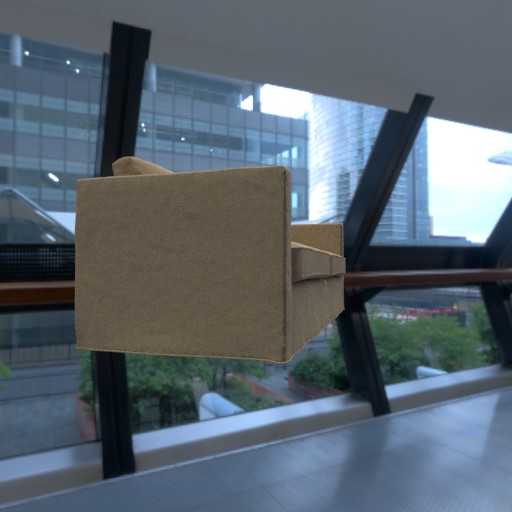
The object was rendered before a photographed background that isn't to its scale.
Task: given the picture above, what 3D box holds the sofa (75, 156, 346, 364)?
[{"bbox_3d":[0.000,0.000,2.834,0.962,0.853,2.312,-1,-2,16],"label":"sofa"}]
